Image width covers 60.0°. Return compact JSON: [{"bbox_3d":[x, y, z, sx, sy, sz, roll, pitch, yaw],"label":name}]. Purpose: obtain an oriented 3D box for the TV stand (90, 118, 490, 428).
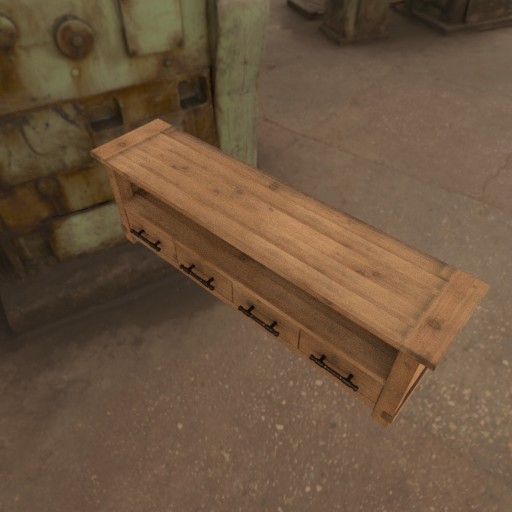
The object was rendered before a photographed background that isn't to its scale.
[{"bbox_3d":[0.000,0.000,2.062,1.804,0.573,0.453,32,53,28],"label":"TV stand"}]
